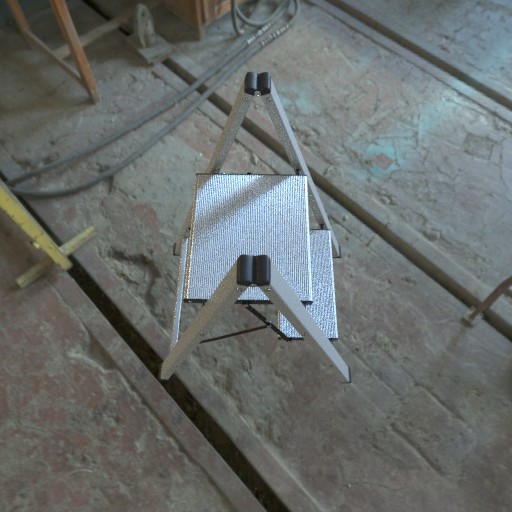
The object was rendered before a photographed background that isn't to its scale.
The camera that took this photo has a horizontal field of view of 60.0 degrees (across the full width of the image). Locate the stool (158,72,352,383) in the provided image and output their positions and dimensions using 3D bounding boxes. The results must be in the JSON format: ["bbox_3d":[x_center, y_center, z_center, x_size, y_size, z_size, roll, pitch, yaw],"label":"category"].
[{"bbox_3d":[0.000,0.000,1.031,0.535,0.670,0.440,1,62,0],"label":"stool"}]
